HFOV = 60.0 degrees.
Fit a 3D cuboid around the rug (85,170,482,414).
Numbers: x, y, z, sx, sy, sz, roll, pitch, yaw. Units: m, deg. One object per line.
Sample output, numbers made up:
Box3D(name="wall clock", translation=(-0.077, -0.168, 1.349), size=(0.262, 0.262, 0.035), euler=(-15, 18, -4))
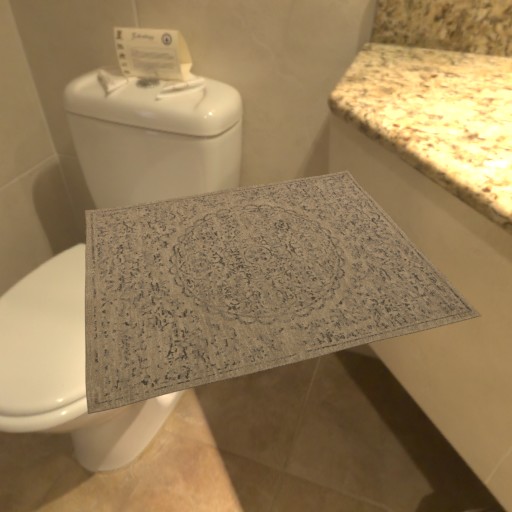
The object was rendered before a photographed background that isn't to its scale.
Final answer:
Box3D(name="rug", translation=(0.000, 0.000, 3.942), size=(2.925, 0.026, 2.343), euler=(-11, 41, -13))
